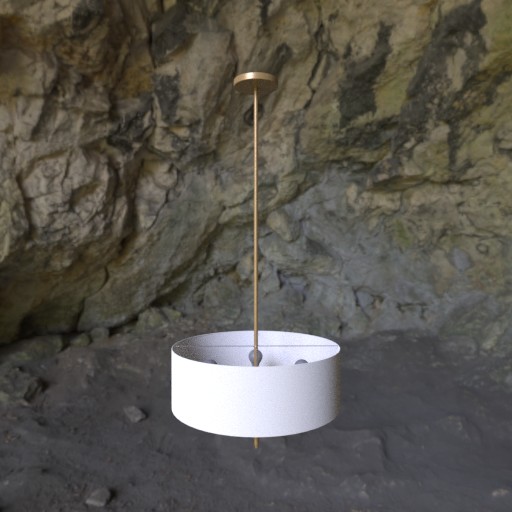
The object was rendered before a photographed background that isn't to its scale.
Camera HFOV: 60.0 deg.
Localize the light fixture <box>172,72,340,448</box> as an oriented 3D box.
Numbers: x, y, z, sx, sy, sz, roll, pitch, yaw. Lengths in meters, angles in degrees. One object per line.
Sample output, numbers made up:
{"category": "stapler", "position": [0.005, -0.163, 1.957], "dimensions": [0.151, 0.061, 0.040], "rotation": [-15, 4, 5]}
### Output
{"category": "light fixture", "position": [0.000, 0.000, 1.356], "dimensions": [0.508, 1.067, 0.508], "rotation": [0, 0, 0]}
